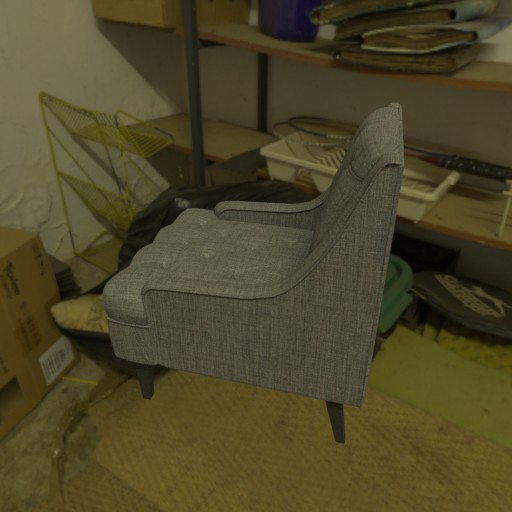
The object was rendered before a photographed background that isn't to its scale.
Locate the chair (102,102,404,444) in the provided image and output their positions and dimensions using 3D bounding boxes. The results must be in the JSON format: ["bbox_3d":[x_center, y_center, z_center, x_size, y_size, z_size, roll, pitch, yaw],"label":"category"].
[{"bbox_3d":[0.000,0.000,1.418,0.771,0.891,0.655,8,30,13],"label":"chair"}]
